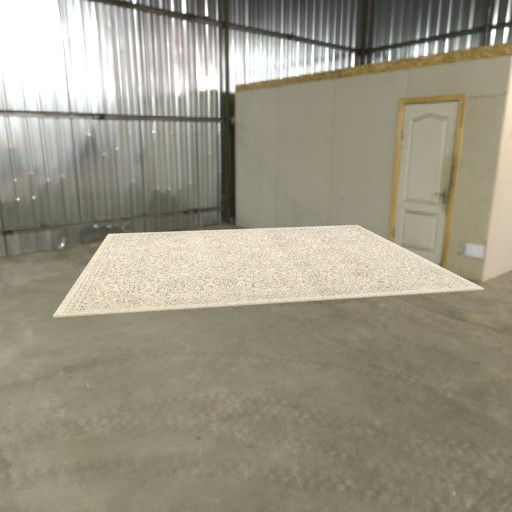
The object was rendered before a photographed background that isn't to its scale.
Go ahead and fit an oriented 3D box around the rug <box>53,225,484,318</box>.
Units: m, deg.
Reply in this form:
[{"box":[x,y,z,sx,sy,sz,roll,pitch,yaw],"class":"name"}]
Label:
[{"box":[0.000,0.000,4.223,3.050,0.015,2.441,-3,16,-10],"class":"rug"}]
